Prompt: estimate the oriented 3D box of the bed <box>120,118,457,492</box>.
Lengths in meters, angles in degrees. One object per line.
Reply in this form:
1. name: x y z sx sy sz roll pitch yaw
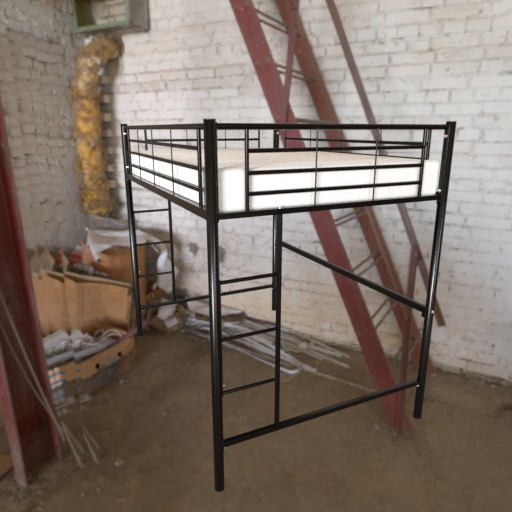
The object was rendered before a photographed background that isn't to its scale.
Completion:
1. bed: 0.000 0.000 3.132 1.397 1.803 1.994 -8 18 -25
